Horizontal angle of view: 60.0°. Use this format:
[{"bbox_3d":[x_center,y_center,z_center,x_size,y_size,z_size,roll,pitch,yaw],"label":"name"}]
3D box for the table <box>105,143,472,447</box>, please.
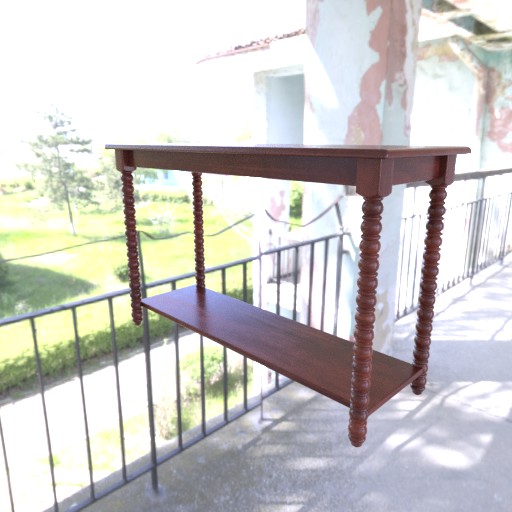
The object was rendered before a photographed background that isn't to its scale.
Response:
[{"bbox_3d":[0.000,0.000,1.522,0.459,0.740,1.184,-14,21,-43],"label":"table"}]
